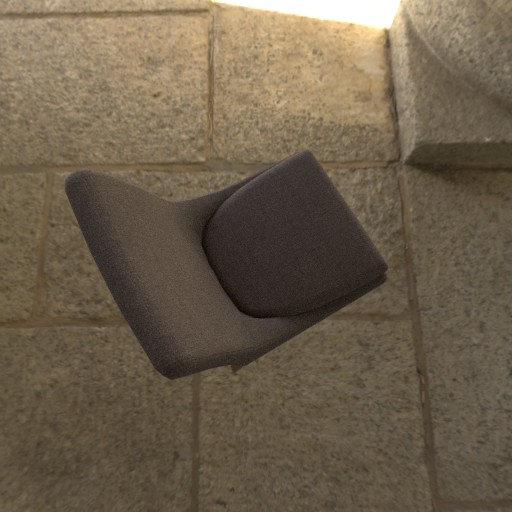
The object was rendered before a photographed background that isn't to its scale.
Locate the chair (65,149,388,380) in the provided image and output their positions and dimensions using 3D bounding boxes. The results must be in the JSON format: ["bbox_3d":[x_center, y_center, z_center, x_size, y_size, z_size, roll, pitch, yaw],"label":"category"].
[{"bbox_3d":[0.000,0.000,1.305,0.655,0.952,0.508,-29,77,-7],"label":"chair"}]
